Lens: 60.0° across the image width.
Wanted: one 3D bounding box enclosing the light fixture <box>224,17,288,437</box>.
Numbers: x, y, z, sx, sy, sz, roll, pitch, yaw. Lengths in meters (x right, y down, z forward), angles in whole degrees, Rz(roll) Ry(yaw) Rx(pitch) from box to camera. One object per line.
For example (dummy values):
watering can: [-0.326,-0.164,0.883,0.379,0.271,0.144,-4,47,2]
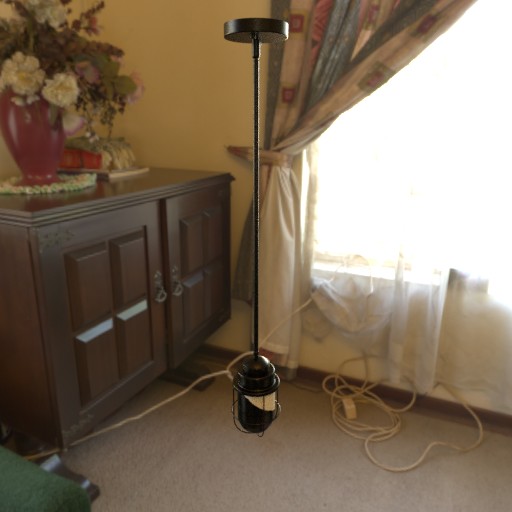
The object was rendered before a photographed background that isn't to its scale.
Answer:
light fixture: [0.000,0.000,0.977,0.123,0.920,0.123,3,17,8]
